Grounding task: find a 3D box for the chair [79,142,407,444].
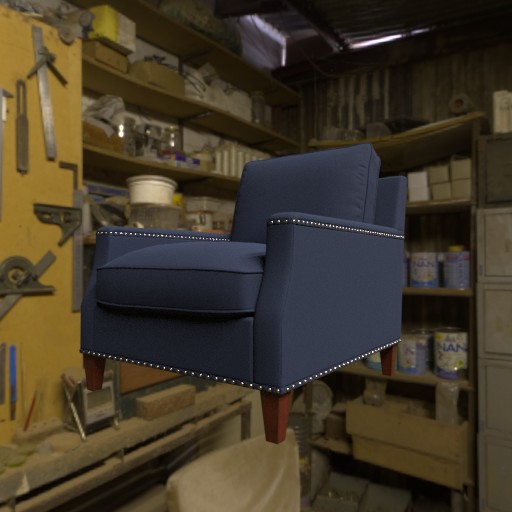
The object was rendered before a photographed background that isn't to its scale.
[{"bbox_3d":[0.000,0.000,1.697,0.853,0.943,1.014,-1,-1,36],"label":"chair"}]
